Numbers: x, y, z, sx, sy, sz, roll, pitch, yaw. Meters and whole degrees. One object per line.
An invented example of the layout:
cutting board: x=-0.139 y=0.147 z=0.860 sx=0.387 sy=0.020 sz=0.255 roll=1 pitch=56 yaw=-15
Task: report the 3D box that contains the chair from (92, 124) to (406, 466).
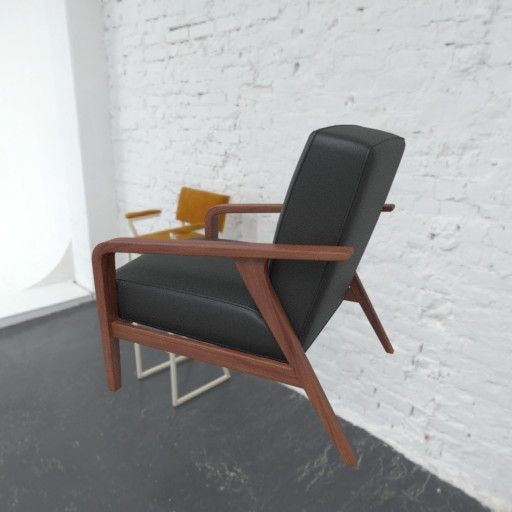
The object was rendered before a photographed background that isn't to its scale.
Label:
chair: x=0.000 y=0.000 z=1.515 sx=0.889 sy=0.861 sz=0.719 roll=8 pitch=18 yaw=24
